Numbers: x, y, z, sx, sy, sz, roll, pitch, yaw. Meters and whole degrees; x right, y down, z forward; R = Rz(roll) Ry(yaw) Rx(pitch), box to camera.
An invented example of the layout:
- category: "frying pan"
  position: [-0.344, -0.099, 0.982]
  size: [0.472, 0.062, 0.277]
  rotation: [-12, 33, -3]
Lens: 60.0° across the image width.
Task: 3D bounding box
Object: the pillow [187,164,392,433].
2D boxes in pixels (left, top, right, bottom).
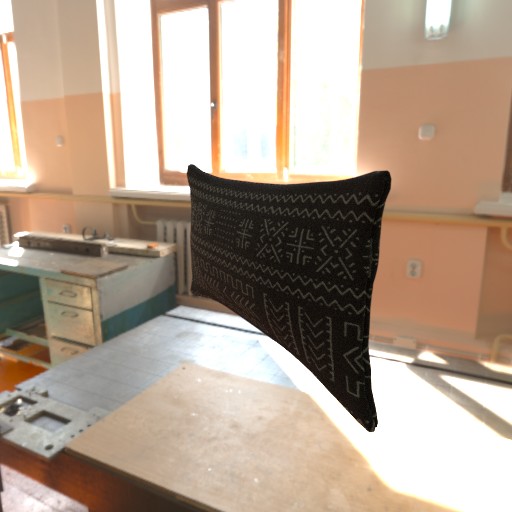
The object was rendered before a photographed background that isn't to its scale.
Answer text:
- category: "pillow"
  position: [0.000, 0.000, 0.805]
  size: [0.135, 0.322, 0.667]
  rotation: [-6, 14, -27]
